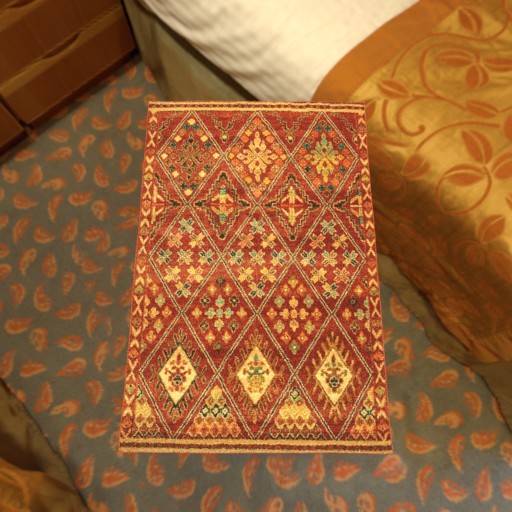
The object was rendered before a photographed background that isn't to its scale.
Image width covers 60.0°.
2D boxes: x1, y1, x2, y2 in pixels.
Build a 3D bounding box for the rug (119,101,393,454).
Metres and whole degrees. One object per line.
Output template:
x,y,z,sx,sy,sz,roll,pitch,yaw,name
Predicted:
0.000,0.000,2.786,1.521,0.026,2.286,0,73,0,rug
